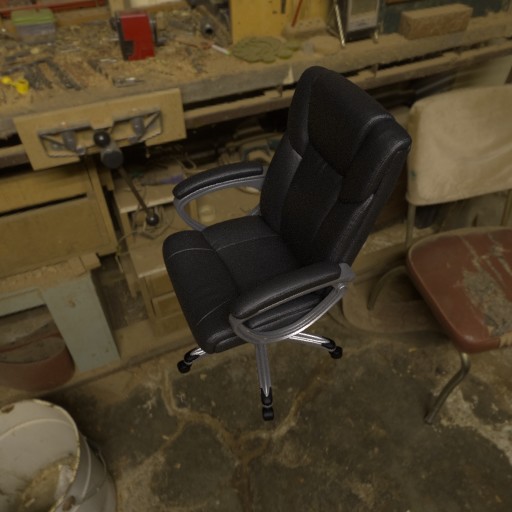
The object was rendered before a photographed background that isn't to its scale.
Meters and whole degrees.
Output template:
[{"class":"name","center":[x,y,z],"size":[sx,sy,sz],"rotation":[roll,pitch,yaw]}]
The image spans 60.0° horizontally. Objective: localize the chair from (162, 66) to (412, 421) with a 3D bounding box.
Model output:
[{"class":"chair","center":[0.000,0.000,1.587],"size":[0.719,1.130,0.721],"rotation":[-16,48,-15]}]
